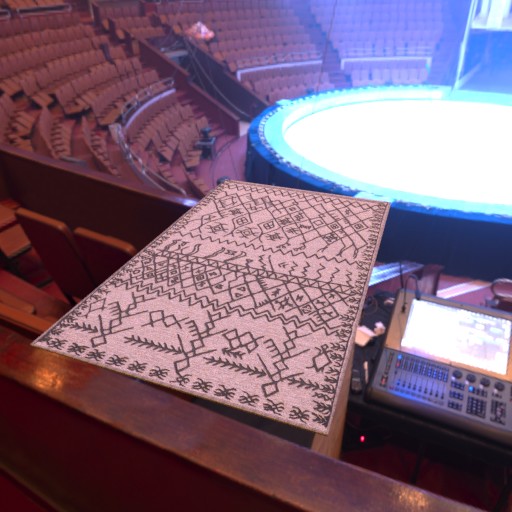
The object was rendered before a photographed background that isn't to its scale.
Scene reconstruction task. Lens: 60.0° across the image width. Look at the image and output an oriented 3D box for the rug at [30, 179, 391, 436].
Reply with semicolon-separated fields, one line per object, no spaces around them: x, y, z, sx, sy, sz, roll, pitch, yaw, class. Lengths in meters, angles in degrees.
0.000;0.000;2.992;1.526;0.012;2.444;11;33;17;rug
